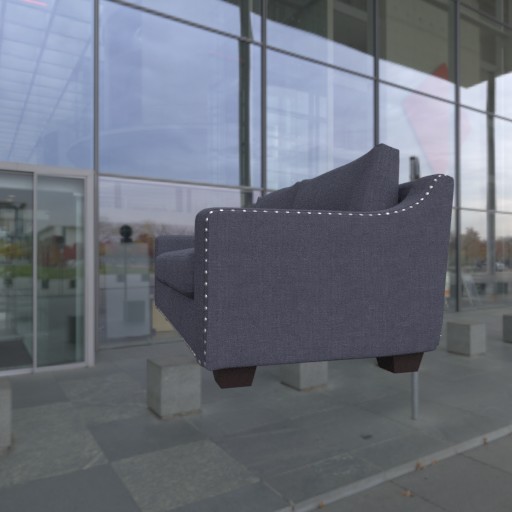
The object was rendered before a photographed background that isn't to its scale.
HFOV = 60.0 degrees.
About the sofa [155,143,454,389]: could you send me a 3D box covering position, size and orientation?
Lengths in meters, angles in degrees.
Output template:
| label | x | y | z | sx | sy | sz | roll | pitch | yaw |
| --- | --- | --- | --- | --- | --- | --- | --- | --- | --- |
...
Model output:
| label | x | y | z | sx | sy | sz | roll | pitch | yaw |
| --- | --- | --- | --- | --- | --- | --- | --- | --- | --- |
| sofa | 0.000 | 0.000 | 3.266 | 1.336 | 1.196 | 2.550 | 0 | 0 | -17 |
